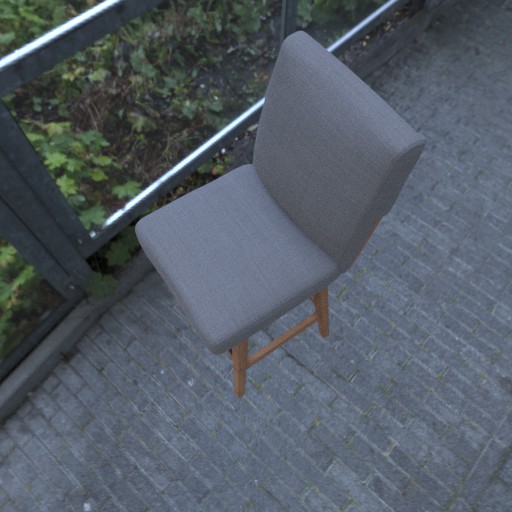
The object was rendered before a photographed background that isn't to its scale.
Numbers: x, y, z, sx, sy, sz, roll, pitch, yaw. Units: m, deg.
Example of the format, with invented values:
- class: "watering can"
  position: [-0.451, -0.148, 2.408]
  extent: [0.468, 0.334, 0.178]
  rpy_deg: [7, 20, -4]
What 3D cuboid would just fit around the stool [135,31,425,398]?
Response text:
- class: "stool"
  position: [0.000, 0.000, 1.374]
  extent: [0.570, 1.112, 0.483]
  rpy_deg: [-31, 67, -15]
